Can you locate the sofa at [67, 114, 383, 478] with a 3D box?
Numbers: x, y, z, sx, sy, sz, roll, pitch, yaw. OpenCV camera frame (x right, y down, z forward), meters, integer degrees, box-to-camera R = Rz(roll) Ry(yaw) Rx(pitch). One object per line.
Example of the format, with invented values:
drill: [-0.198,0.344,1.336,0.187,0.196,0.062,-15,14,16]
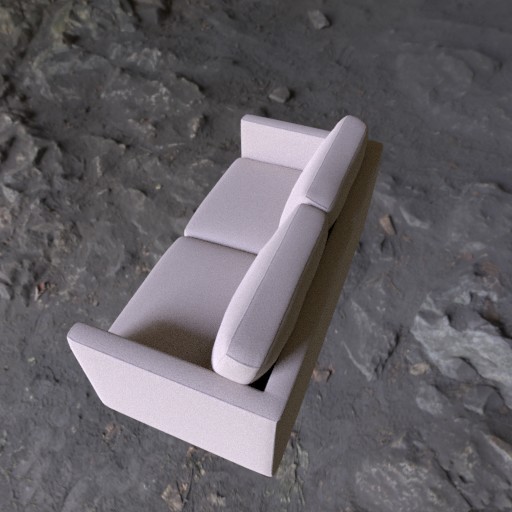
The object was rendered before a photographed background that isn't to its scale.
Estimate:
sofa: [0.000,0.000,2.225,0.873,0.888,1.722,17,50,15]
